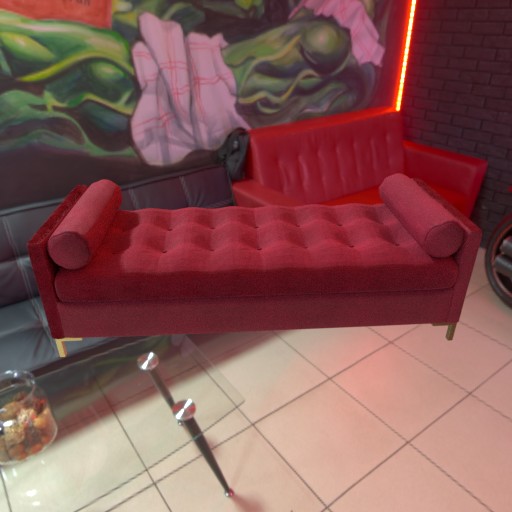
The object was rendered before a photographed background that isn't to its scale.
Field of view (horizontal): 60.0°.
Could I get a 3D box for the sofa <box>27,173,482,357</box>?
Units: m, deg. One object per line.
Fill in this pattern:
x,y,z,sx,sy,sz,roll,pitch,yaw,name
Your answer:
0.000,0.000,2.470,2.102,0.705,0.796,-2,29,-3,sofa
